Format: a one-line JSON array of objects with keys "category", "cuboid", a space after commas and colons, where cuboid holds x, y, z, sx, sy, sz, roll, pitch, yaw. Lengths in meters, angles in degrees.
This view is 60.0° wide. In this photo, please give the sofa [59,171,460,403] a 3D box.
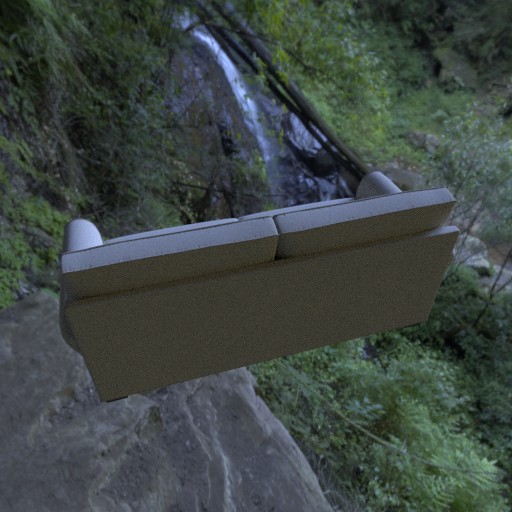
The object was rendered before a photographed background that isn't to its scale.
[{"category": "sofa", "cuboid": [0.000, 0.000, 2.630, 2.146, 0.962, 0.901, -11, 42, -13]}]
